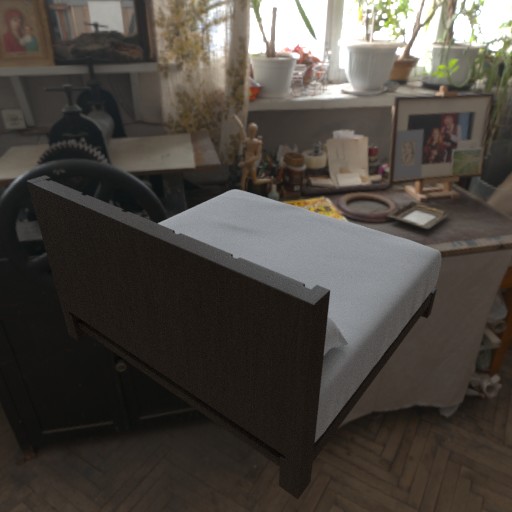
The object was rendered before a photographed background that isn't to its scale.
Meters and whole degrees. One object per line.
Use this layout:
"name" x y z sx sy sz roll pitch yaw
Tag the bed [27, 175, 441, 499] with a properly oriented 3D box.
"bed" 0.000 0.000 3.258 2.134 1.270 2.012 22 37 32
